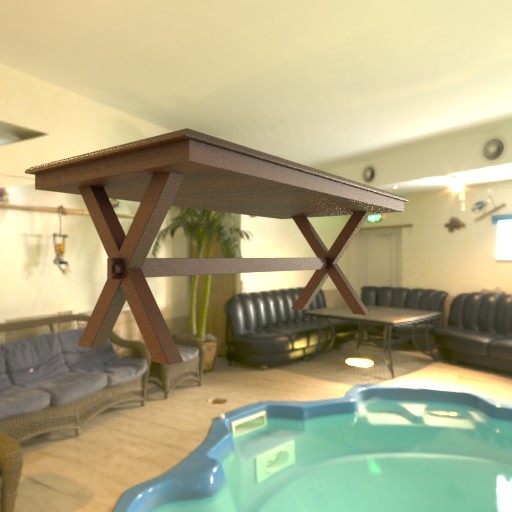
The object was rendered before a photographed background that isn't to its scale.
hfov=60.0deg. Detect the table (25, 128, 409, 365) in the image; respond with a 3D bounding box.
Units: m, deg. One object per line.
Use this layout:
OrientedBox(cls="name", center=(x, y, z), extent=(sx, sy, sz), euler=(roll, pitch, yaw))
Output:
OrientedBox(cls="table", center=(0.000, 0.000, 1.445), extent=(0.594, 0.459, 1.197), euler=(0, 0, 37))
